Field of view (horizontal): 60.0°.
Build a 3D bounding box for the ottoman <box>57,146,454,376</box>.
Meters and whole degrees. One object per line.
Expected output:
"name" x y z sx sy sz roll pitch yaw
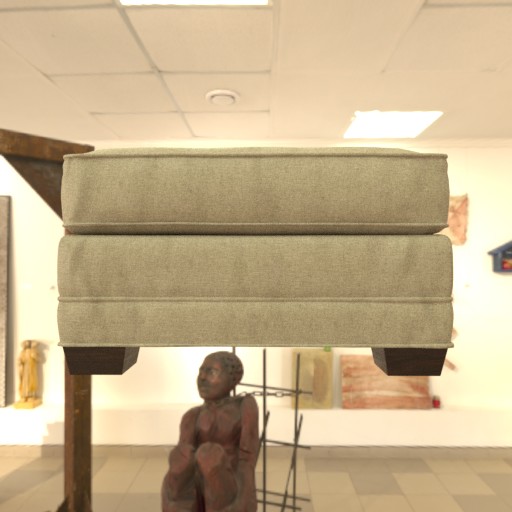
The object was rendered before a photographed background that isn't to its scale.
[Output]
"ottoman" 0.000 0.000 1.206 0.848 0.508 0.611 0 0 1
